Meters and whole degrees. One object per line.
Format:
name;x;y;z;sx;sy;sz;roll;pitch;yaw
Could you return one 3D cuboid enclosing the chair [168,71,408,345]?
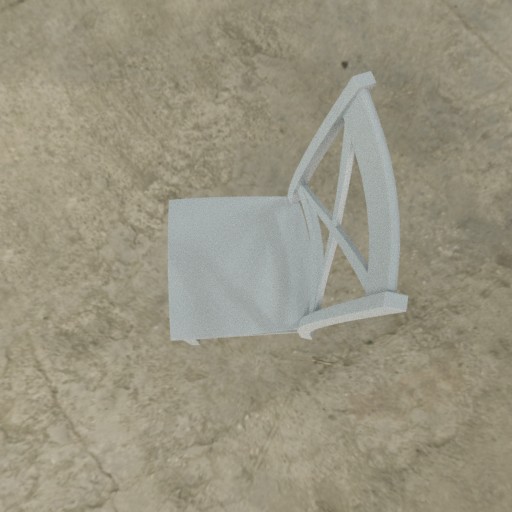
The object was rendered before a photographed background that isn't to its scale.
chair;0.000;0.000;1.302;0.542;0.983;0.485;-3;75;-1
